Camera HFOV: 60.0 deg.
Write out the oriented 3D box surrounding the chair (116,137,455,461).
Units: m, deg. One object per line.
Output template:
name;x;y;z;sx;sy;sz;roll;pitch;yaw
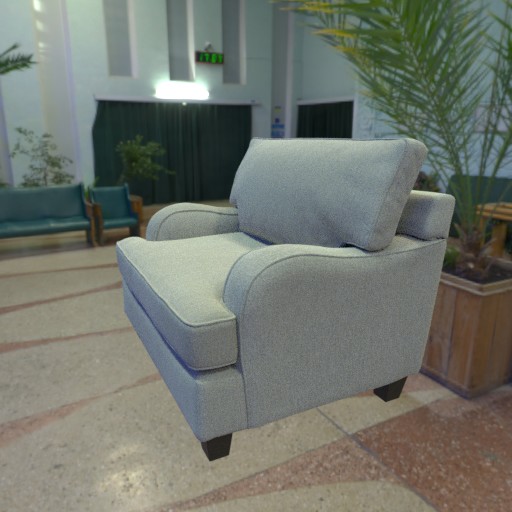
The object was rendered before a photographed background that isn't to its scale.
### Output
chair;0.000;0.000;1.964;1.041;1.016;1.220;-7;17;-26
